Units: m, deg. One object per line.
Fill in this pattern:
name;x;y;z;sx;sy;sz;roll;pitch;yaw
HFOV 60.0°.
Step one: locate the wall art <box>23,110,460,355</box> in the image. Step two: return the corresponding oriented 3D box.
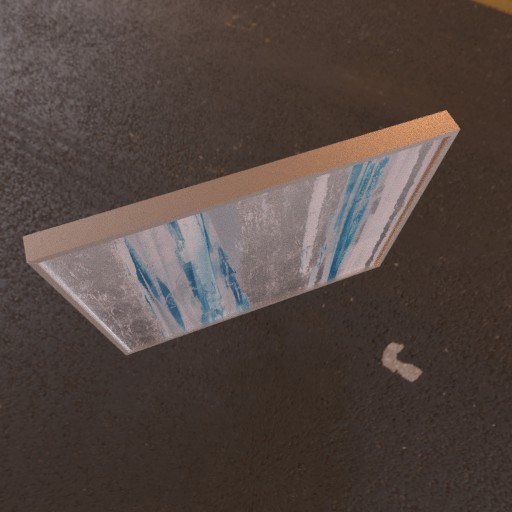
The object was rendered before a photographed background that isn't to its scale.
wall art;0.000;0.000;1.390;1.056;0.801;0.066;-18;65;-9
